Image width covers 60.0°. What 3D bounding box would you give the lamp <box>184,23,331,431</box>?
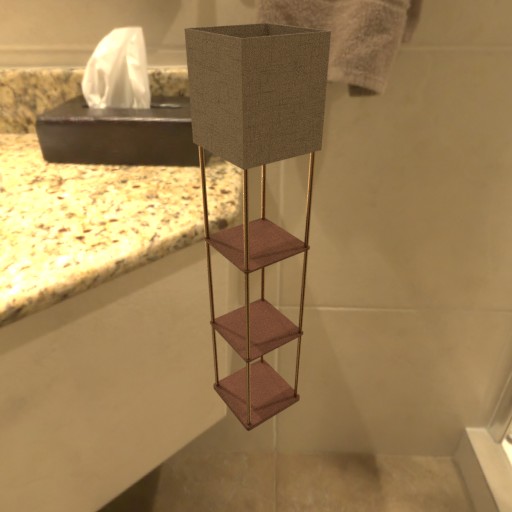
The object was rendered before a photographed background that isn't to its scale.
[{"bbox_3d":[0.000,0.000,1.717,0.308,1.569,0.310,-21,38,-29],"label":"lamp"}]
